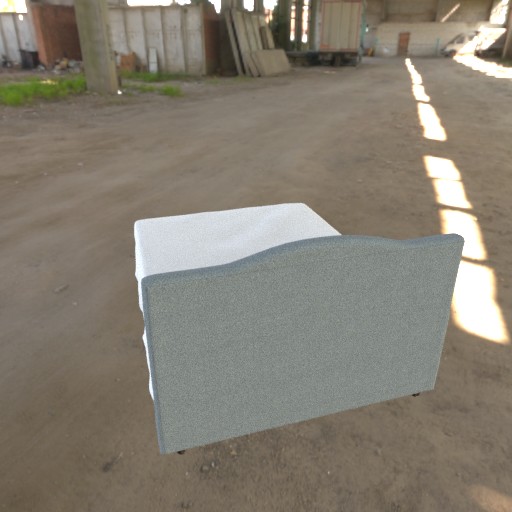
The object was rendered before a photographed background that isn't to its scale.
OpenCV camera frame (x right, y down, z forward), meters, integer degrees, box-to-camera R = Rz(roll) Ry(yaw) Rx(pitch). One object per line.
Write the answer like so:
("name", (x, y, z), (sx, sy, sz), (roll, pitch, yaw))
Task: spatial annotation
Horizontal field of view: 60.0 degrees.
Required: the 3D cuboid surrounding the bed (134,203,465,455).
("bed", (0.000, 0.000, 4.018), (2.161, 1.457, 2.689), (-8, 28, -15))
